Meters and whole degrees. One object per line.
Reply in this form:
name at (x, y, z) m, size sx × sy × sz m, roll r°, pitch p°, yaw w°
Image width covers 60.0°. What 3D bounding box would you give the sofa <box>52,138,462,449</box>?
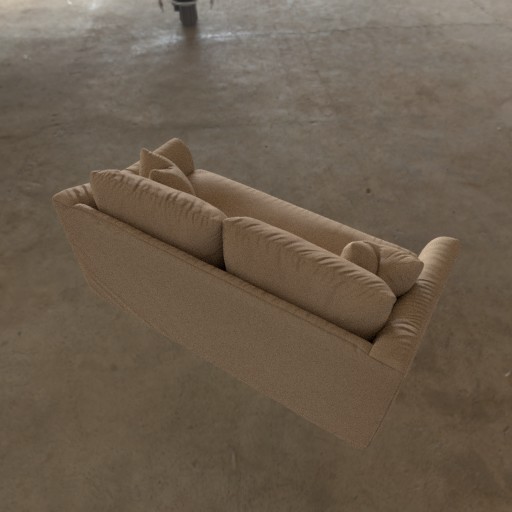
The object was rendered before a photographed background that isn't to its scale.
sofa at (0.000, 0.000, 2.602) m, size 2.010 × 1.018 × 1.072 m, roll 24°, pitch 51°, yaw 22°
